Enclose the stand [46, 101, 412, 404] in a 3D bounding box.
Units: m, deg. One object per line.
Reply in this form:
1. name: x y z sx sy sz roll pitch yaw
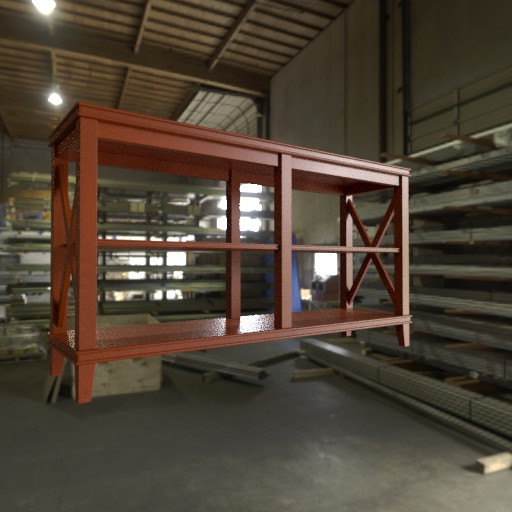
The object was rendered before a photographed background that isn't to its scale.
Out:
1. stand: 0.000 0.000 1.660 1.372 0.762 0.381 1 -1 -35
